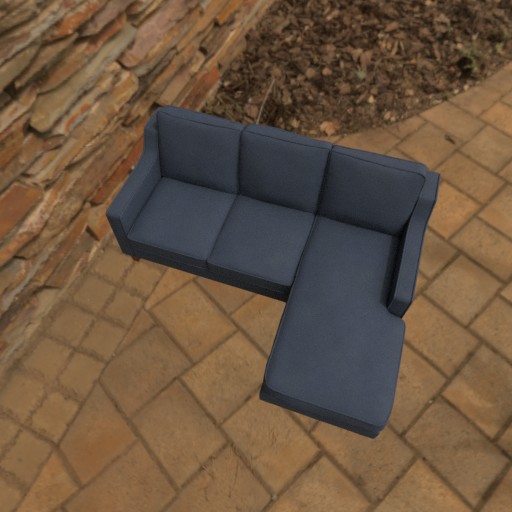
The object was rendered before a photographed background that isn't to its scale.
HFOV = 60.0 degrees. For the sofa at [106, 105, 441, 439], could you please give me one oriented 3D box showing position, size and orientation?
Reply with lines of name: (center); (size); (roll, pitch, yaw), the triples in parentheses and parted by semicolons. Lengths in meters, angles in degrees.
sofa: (0.000, 0.000, 3.289); (2.317, 1.066, 1.858); (16, 59, 10)
